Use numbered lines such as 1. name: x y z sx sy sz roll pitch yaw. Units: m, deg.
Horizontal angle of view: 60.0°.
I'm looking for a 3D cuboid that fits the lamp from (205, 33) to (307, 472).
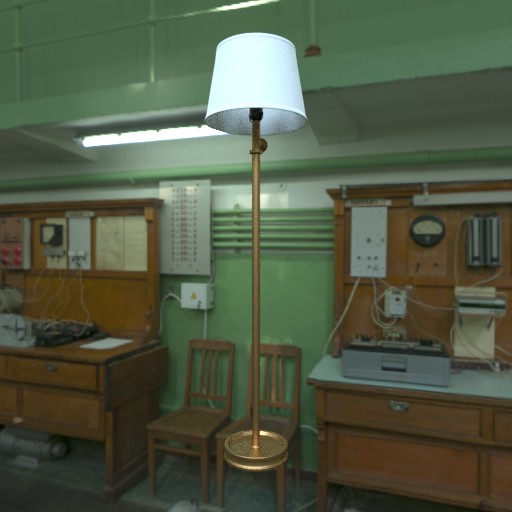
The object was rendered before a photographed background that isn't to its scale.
1. lamp: 0.000 0.000 0.779 0.178 0.710 0.178 0 2 0
